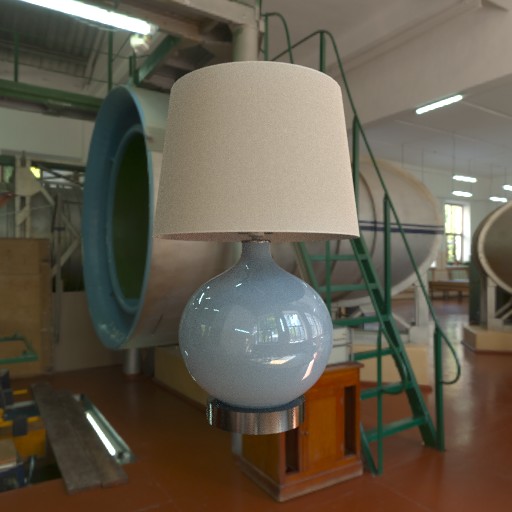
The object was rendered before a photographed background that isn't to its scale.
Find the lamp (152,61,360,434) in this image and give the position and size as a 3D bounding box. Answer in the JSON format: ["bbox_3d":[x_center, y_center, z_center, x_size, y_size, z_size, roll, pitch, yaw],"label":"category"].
[{"bbox_3d":[0.000,0.000,0.541,0.247,0.387,0.247,0,0,0],"label":"lamp"}]
